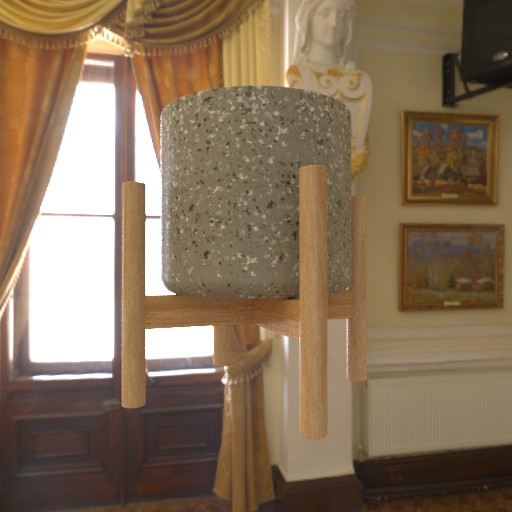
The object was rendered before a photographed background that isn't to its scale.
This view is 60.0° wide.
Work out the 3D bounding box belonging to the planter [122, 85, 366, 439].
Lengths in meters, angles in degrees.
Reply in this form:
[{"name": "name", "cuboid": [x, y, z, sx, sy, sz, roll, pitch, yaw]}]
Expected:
[{"name": "planter", "cuboid": [0.000, 0.000, 0.528, 0.284, 0.320, 0.284, 0, -1, 1]}]
